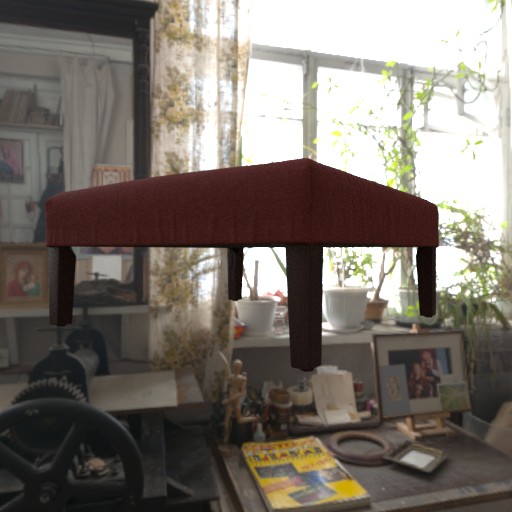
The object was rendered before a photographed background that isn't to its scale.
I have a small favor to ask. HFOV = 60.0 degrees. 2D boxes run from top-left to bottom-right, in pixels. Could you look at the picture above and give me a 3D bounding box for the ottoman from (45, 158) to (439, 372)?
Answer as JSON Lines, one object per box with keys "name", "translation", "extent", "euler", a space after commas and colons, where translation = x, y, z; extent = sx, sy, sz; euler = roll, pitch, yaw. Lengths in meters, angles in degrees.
{"name": "ottoman", "translation": [0.000, 0.000, 1.394], "extent": [0.890, 0.411, 0.889], "euler": [0, 1, 36]}
